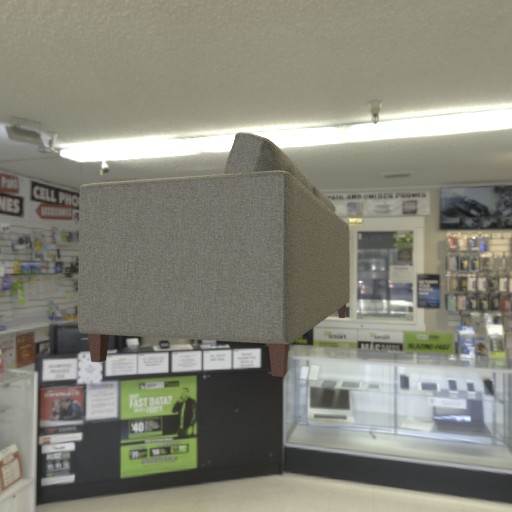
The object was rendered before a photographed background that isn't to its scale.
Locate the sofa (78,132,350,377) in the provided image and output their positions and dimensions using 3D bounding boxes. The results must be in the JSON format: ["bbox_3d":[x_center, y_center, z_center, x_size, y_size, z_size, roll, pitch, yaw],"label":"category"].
[{"bbox_3d":[0.000,0.000,2.780,0.956,0.960,2.208,0,-2,18],"label":"sofa"}]
